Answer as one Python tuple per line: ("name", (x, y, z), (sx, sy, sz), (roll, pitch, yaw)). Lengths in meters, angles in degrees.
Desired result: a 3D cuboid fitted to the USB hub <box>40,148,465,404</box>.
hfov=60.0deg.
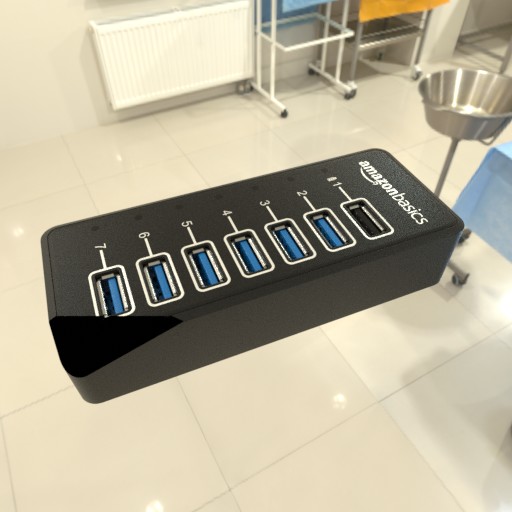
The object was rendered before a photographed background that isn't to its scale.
("USB hub", (0.000, 0.000, 0.129), (0.110, 0.023, 0.044), (-16, 49, -15))
